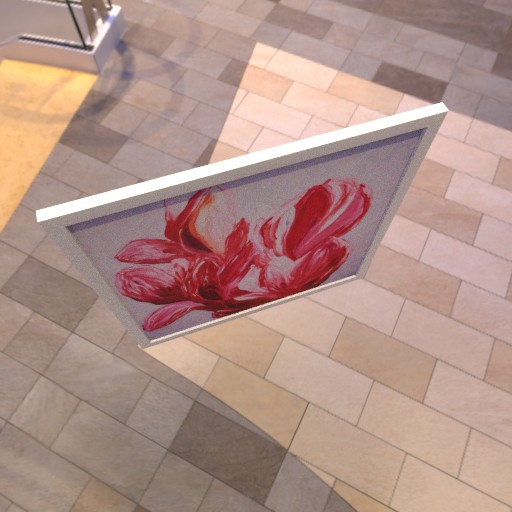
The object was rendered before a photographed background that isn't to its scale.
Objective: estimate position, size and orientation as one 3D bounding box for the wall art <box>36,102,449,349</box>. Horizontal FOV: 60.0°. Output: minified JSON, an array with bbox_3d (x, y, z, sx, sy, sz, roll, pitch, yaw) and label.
[{"bbox_3d":[0.000,0.000,0.977,0.664,0.661,0.020,-17,64,-9],"label":"wall art"}]
